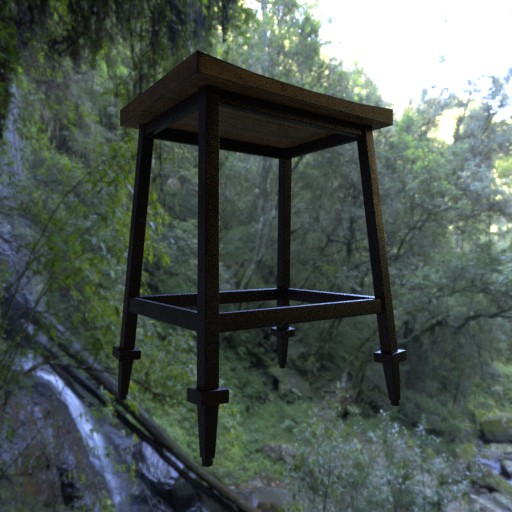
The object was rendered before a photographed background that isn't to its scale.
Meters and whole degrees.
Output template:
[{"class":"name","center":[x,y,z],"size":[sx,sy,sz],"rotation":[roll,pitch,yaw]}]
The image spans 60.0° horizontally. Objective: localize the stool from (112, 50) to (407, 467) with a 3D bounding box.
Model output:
[{"class":"stool","center":[0.000,0.000,0.947],"size":[0.486,0.625,0.405],"rotation":[0,0,-36]}]
